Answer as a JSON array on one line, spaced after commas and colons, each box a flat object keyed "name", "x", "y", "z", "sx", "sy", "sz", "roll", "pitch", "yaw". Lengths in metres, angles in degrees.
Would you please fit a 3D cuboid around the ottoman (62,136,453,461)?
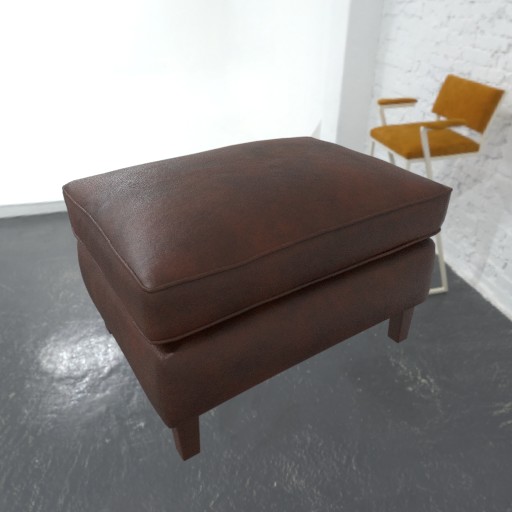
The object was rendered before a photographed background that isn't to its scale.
[{"name": "ottoman", "x": 0.000, "y": 0.000, "z": 0.967, "sx": 0.665, "sy": 0.432, "sz": 0.501, "roll": -19, "pitch": 35, "yaw": -28}]
